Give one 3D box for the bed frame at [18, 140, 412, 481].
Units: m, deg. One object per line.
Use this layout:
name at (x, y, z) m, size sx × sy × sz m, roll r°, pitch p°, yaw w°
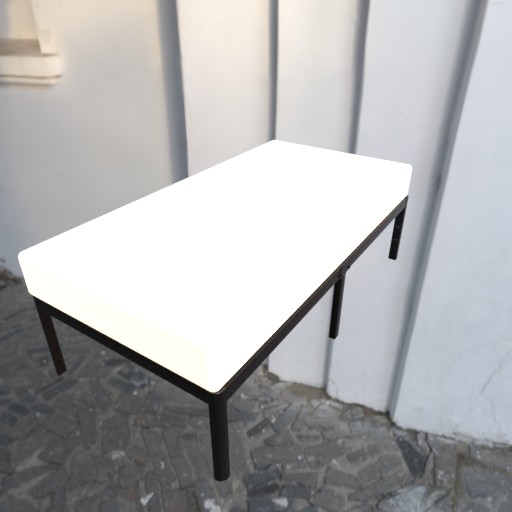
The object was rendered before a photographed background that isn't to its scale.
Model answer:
bed frame at (0.000, 0.000, 2.384) m, size 1.023 × 0.659 × 1.950 m, roll 19°, pitch 35°, yaw 29°
